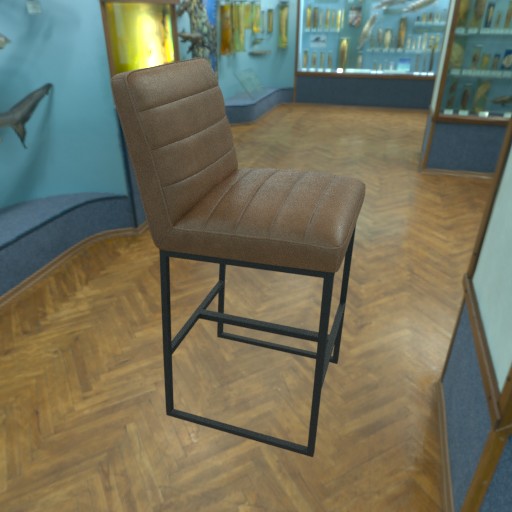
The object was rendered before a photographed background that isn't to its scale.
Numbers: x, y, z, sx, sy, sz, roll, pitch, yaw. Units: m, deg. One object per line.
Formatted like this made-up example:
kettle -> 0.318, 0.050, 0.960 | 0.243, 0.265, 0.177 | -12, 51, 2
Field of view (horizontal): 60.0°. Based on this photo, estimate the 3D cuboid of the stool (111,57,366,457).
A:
stool -> 0.000, 0.000, 1.310 | 0.556, 1.040, 0.458 | 9, 30, 16
